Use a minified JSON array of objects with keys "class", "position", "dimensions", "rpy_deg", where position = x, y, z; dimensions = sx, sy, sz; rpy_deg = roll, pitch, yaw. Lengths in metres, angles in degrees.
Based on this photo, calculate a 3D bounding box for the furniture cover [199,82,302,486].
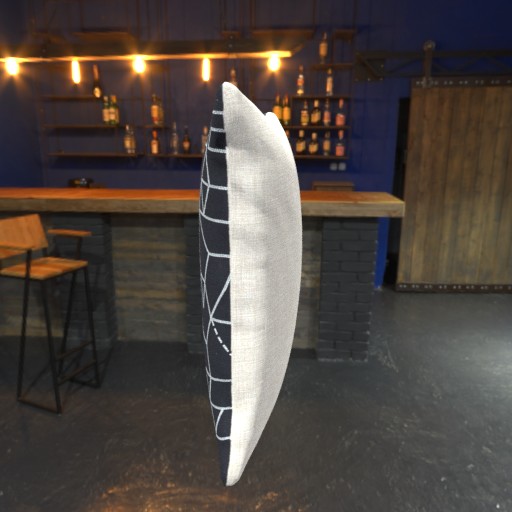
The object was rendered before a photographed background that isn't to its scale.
[{"class":"furniture cover","position":[0.000,0.000,0.770],"dimensions":[0.158,0.508,0.517],"rpy_deg":[2,14,7]}]
